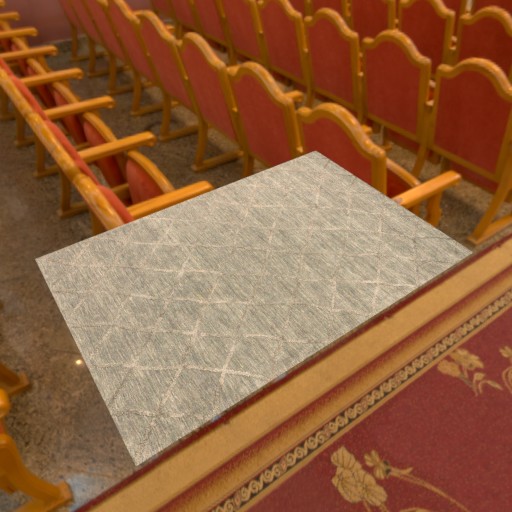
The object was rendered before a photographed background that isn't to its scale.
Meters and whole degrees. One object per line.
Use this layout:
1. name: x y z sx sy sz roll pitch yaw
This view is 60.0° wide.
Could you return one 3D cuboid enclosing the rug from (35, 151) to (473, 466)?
1. rug: 0.000 0.000 2.775 2.283 0.006 1.521 -26 49 -25
